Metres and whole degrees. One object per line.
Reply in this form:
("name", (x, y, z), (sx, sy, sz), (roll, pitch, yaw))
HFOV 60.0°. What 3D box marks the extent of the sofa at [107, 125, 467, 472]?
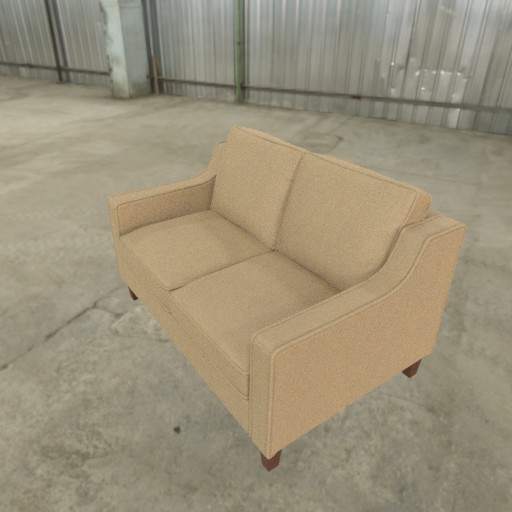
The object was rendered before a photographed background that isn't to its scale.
("sofa", (0.000, 0.000, 2.193), (0.987, 0.971, 1.501), (-20, 36, -30))
